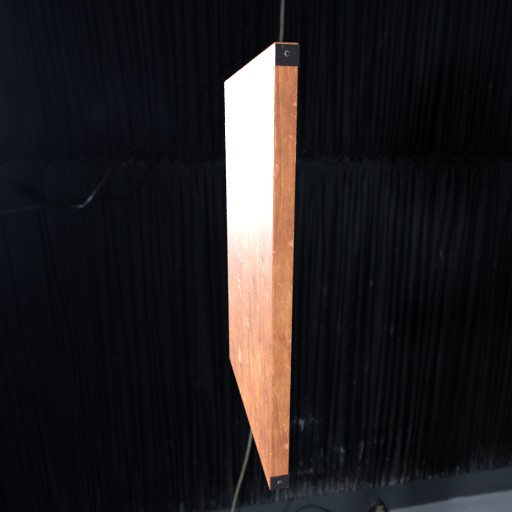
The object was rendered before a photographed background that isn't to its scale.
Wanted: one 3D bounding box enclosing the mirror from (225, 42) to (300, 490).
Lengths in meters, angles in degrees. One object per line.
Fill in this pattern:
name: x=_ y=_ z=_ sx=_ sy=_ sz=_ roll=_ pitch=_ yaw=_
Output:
mirror: x=0.000 y=0.000 z=0.965 sx=0.053 sy=0.761 sz=0.517 roll=-3 pitch=16 yaw=-11
